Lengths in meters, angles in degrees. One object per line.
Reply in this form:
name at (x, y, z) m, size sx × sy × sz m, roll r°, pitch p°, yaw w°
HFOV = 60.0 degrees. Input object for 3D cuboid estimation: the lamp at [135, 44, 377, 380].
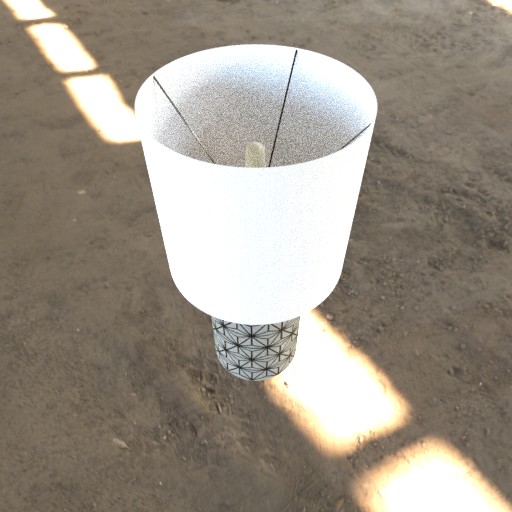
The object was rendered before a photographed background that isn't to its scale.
lamp at (0.000, 0.000, 0.537) m, size 0.206 × 0.416 × 0.206 m, roll 18°, pitch 51°, yaw 15°
